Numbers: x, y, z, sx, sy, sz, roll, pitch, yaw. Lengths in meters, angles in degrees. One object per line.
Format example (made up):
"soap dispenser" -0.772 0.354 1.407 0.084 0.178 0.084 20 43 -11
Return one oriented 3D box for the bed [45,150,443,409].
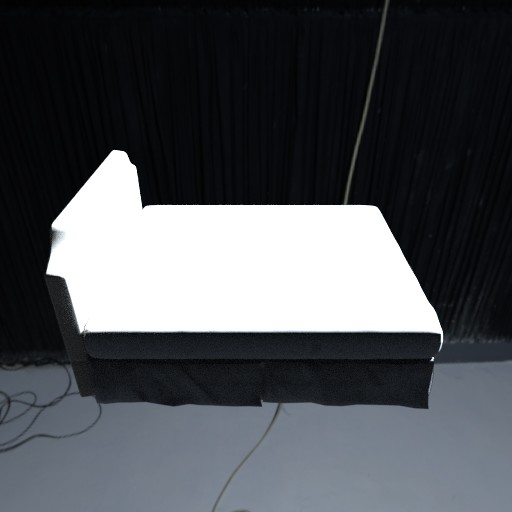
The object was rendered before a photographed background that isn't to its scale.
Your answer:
"bed" 0.000 0.000 3.569 2.498 1.293 1.977 0 32 0
